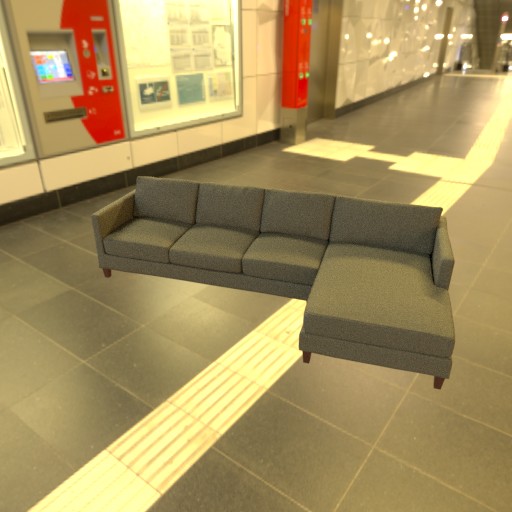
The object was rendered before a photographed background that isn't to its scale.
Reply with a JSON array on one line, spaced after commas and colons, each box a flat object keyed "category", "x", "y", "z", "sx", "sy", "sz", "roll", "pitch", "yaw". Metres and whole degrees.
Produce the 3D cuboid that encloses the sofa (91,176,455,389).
[{"category": "sofa", "x": 0.000, "y": 0.000, "z": 3.917, "sx": 3.186, "sy": 0.861, "sz": 1.625, "roll": 8, "pitch": 28, "yaw": 15}]
